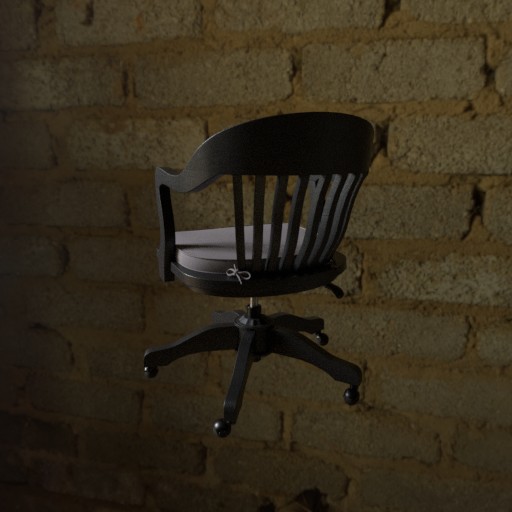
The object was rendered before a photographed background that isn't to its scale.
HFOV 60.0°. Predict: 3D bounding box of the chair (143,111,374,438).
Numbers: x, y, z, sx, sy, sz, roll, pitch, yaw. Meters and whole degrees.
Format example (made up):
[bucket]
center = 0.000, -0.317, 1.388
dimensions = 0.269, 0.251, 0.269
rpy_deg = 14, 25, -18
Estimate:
[chair]
center = 0.000, 0.000, 1.492
dimensions = 0.750, 0.878, 0.788
rpy_deg = -7, 16, -25
